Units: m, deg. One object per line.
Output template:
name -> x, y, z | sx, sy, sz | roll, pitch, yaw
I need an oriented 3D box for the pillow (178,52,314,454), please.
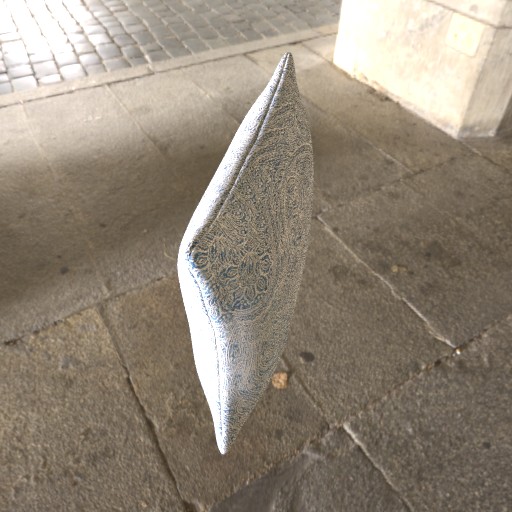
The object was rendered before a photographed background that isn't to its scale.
pillow -> 0.000, 0.000, 0.789 | 0.166, 0.510, 0.523 | 10, 47, 10
